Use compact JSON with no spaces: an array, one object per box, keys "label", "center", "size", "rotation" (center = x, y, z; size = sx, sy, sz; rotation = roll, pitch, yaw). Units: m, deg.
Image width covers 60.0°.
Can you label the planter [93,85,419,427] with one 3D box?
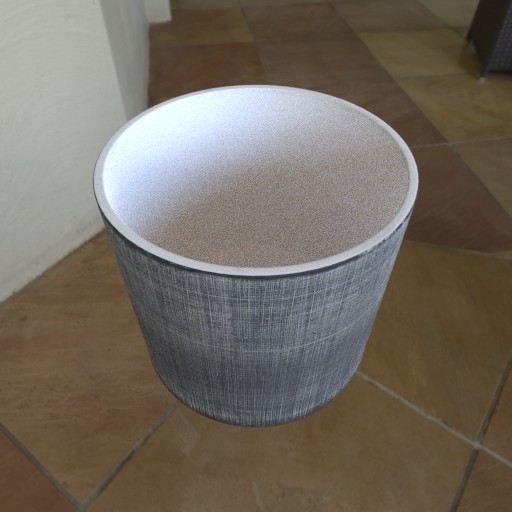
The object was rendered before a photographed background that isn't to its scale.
[{"label":"planter","center":[0.000,0.000,0.382],"size":[0.221,0.201,0.221],"rotation":[0,46,0]}]
